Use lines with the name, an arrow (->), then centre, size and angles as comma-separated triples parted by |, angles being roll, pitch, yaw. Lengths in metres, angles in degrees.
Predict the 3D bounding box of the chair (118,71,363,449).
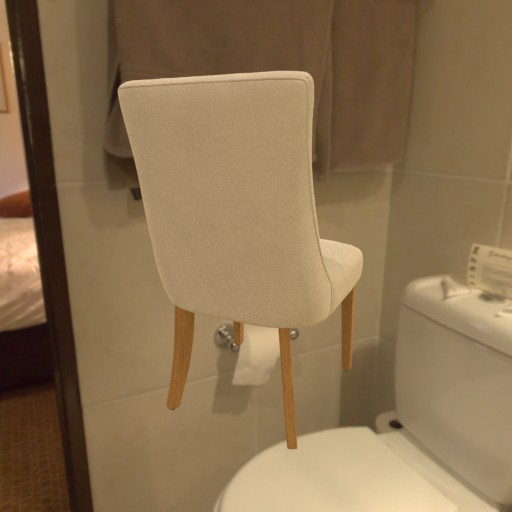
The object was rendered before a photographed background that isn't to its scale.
chair -> 0.000, 0.000, 1.262 | 0.495, 0.902, 0.610 | 8, 17, 25
